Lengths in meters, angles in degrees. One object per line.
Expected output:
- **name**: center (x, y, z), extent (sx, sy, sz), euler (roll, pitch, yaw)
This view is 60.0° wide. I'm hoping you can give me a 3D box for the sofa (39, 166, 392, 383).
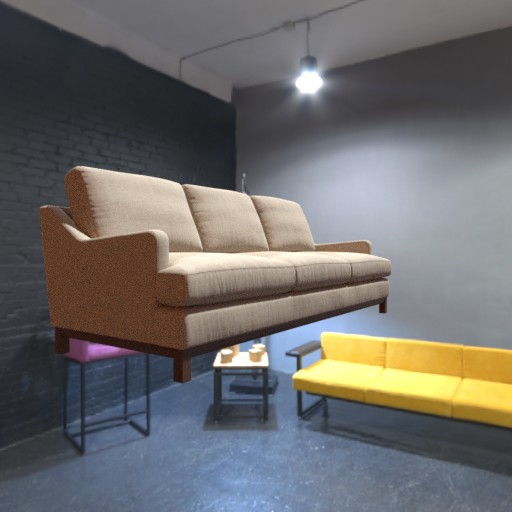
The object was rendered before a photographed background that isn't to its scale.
- **sofa**: center (0.000, 0.000, 2.822), extent (1.000, 0.913, 2.321), euler (1, 1, 35)
